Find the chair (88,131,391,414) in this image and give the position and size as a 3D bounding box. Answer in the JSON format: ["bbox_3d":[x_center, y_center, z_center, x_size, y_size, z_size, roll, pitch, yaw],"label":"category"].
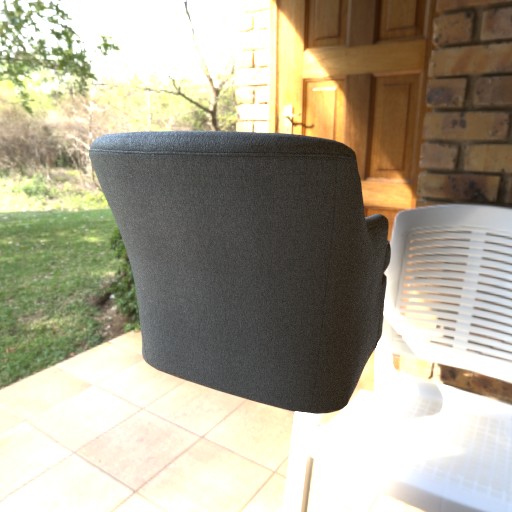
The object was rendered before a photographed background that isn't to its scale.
[{"bbox_3d":[0.000,0.000,1.584,0.864,0.856,0.923,8,17,27],"label":"chair"}]
